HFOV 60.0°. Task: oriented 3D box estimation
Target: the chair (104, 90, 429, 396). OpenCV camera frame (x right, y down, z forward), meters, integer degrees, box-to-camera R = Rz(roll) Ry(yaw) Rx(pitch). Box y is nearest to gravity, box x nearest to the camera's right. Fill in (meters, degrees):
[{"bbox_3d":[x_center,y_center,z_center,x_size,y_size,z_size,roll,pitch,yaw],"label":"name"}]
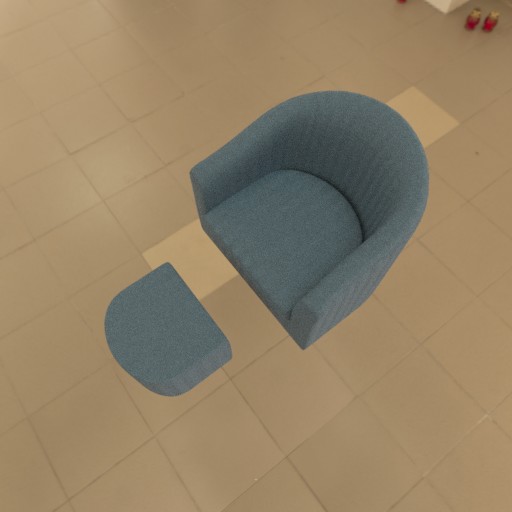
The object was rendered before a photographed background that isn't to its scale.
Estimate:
[{"bbox_3d":[0.000,0.000,1.739,1.288,0.757,0.756,-34,68,-16],"label":"chair"}]
